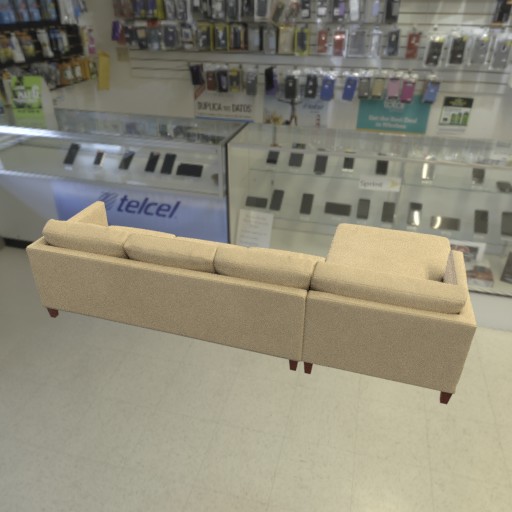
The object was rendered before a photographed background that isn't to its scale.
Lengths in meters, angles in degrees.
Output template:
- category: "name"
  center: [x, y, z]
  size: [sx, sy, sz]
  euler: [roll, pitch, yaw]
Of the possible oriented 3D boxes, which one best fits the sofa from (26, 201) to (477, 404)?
- category: "sofa"
  center: [0.000, 0.000, 3.747]
  size: [3.186, 0.846, 1.625]
  euler: [9, 32, 15]
